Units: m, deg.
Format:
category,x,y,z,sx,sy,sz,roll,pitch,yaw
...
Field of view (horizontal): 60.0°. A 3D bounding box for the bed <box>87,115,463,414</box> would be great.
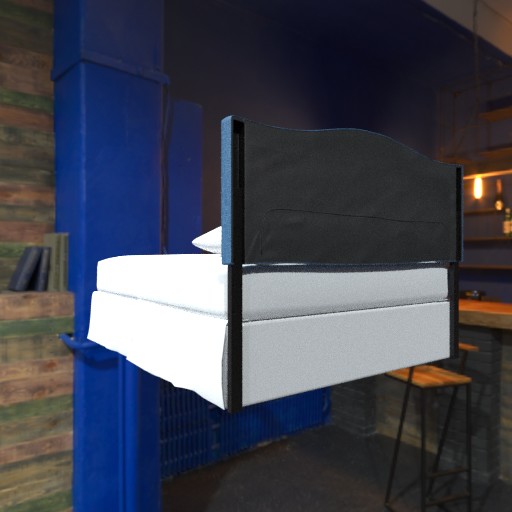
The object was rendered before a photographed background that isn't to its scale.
category,x,y,z,sx,sy,sz,roll,pitch,yaw
bed,0.000,0.000,2.830,1.610,1.169,1.872,0,0,-36
